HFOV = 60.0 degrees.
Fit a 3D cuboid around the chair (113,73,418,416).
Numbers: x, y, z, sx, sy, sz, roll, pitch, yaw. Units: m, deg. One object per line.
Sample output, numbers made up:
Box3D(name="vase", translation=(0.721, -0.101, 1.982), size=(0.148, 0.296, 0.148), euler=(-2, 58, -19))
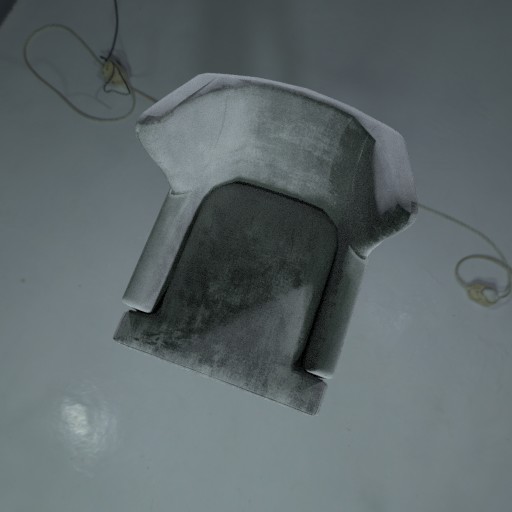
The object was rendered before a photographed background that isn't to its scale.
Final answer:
Box3D(name="chair", translation=(0.000, 0.000, 1.578), size=(0.784, 0.950, 0.906), euler=(19, 77, 5))
